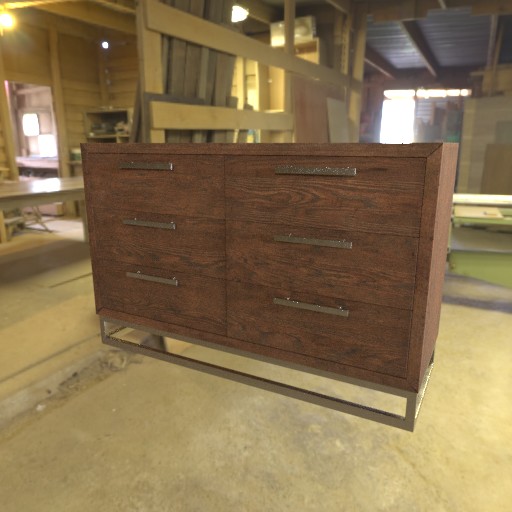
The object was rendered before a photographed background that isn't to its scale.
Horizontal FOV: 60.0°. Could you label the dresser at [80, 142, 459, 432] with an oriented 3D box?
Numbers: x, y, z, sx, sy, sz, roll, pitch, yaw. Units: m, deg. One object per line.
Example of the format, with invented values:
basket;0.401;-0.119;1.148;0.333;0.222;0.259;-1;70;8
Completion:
dresser;0.000;0.000;2.147;1.646;1.061;0.623;8;16;27
